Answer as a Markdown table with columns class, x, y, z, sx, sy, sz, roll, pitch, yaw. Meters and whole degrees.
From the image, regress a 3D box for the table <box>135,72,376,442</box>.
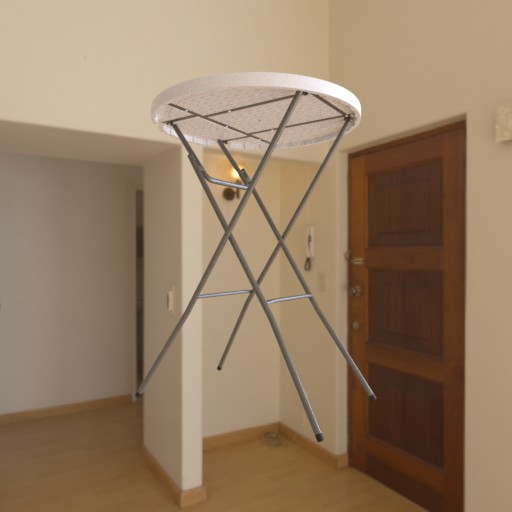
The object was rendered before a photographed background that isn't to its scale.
| class | x | y | z | sx | sy | sz | roll | pitch | yaw |
| --- | --- | --- | --- | --- | --- | --- | --- | --- | --- |
| table | 0.000 | 0.000 | 1.719 | 0.795 | 1.105 | 0.792 | 0 | 0 | 34 |
